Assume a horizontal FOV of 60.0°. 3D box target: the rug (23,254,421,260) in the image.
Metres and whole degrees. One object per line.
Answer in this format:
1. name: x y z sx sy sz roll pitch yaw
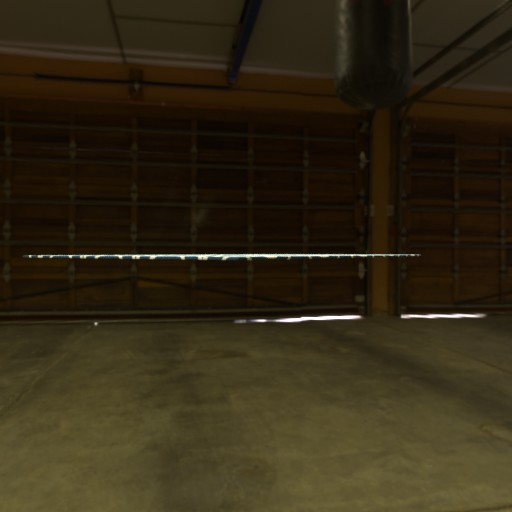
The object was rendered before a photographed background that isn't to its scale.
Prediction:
1. rug: 0.000 0.000 2.228 1.143 0.010 1.753 0 1 36
